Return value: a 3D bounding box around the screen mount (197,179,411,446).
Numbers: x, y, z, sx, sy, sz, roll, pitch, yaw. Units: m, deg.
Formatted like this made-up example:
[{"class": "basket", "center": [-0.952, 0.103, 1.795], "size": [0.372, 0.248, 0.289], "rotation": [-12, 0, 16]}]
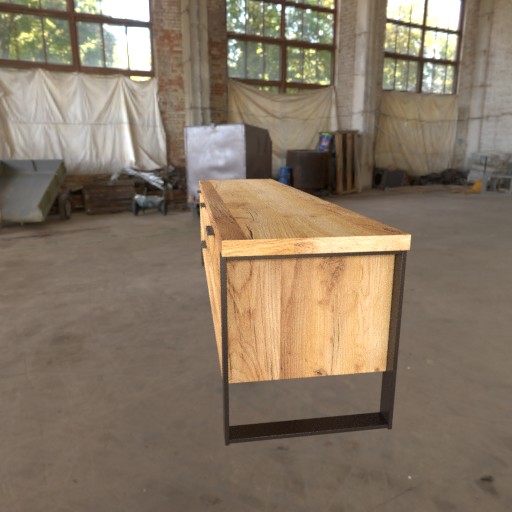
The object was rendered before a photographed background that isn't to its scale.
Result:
[{"class": "screen mount", "center": [0.000, 0.000, 1.642], "size": [0.395, 0.450, 1.524], "rotation": [-2, 14, -8]}]
